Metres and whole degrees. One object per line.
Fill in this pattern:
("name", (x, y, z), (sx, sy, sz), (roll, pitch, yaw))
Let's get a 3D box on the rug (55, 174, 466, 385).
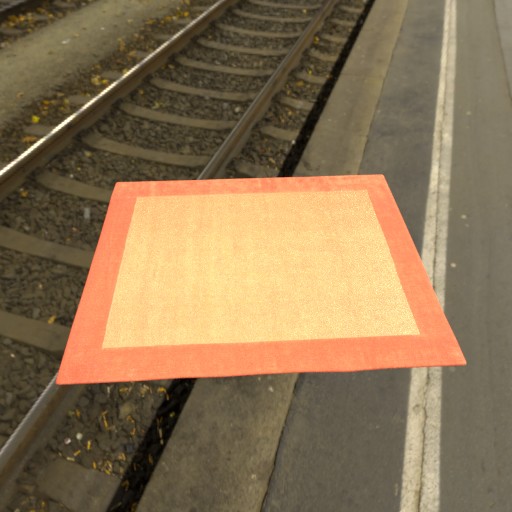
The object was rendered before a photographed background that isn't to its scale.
("rug", (0.000, 0.000, 4.045), (2.976, 0.018, 2.430), (-2, 45, -2))
